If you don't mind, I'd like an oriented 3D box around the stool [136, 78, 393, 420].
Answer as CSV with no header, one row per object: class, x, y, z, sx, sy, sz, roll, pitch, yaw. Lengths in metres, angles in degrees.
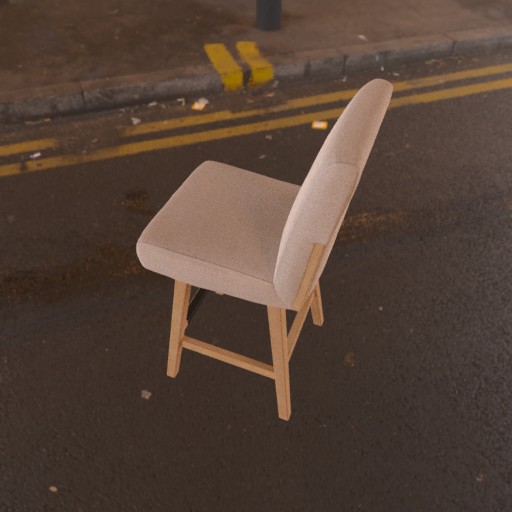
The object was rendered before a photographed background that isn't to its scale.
stool,0.000,0.000,1.324,0.543,1.015,0.446,16,48,15
